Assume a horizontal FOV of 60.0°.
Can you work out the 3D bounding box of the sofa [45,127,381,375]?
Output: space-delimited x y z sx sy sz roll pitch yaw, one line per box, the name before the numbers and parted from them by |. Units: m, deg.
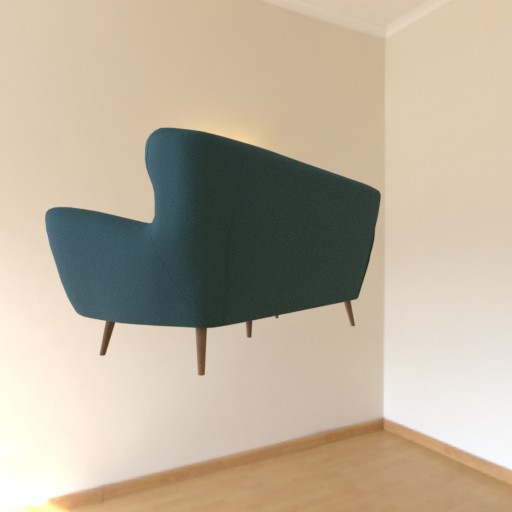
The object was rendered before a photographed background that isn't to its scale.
sofa | 0.000 0.000 2.388 0.889 0.890 1.930 0 0 35
